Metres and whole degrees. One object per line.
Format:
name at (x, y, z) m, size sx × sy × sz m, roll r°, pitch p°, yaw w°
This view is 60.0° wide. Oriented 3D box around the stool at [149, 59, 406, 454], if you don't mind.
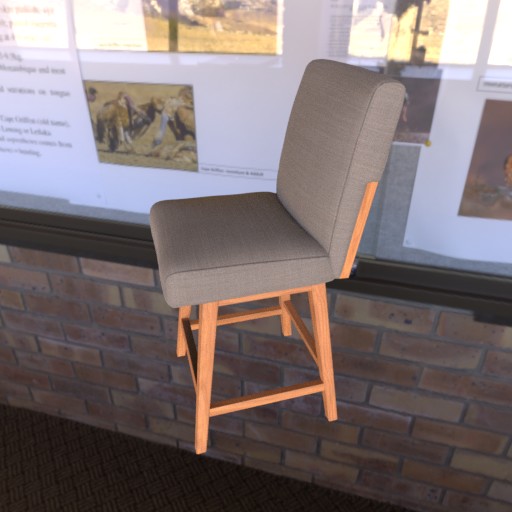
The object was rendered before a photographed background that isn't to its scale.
stool at (0.000, 0.000, 1.300) m, size 0.570 × 1.019 × 0.459 m, roll -8°, pitch 31°, yaw -14°
